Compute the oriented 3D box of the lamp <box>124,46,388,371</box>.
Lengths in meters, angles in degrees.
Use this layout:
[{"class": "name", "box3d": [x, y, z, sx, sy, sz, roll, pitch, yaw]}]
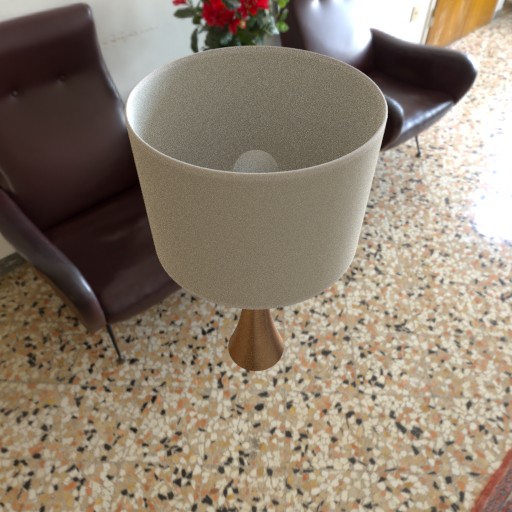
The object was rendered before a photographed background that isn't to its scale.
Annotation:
[{"class": "lamp", "box3d": [0.000, 0.000, 0.633, 0.268, 0.479, 0.268, 8, 47, 8]}]
